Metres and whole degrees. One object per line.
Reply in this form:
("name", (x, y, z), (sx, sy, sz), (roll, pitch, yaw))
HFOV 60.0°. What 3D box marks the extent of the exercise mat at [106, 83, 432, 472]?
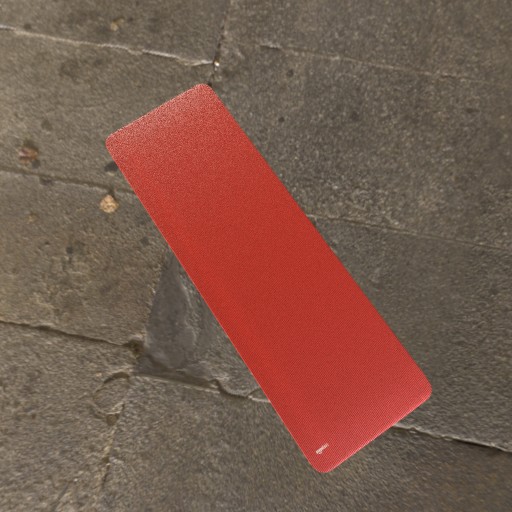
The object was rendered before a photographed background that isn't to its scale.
("exercise mat", (0.000, 0.000, 2.060), (0.616, 0.021, 1.869), (-33, 77, -8))
